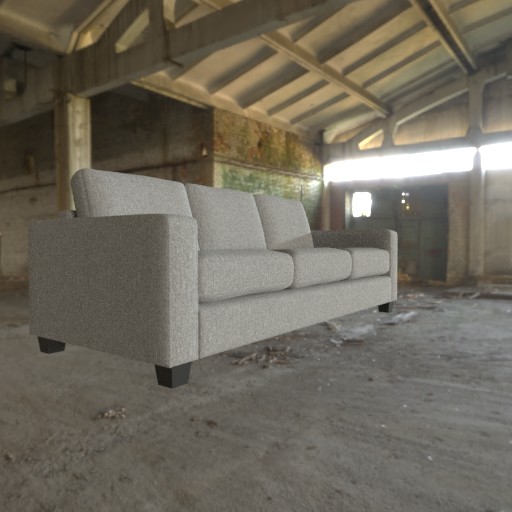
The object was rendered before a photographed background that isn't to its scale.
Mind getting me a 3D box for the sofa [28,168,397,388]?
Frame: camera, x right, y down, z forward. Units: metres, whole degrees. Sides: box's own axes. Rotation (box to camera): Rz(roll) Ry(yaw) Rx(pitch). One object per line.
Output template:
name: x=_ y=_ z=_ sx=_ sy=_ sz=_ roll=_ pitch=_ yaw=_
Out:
sofa: x=0.000 y=0.000 z=2.485 sx=0.900 sy=0.800 sz=2.120 roll=1 pitch=2 yaw=37
